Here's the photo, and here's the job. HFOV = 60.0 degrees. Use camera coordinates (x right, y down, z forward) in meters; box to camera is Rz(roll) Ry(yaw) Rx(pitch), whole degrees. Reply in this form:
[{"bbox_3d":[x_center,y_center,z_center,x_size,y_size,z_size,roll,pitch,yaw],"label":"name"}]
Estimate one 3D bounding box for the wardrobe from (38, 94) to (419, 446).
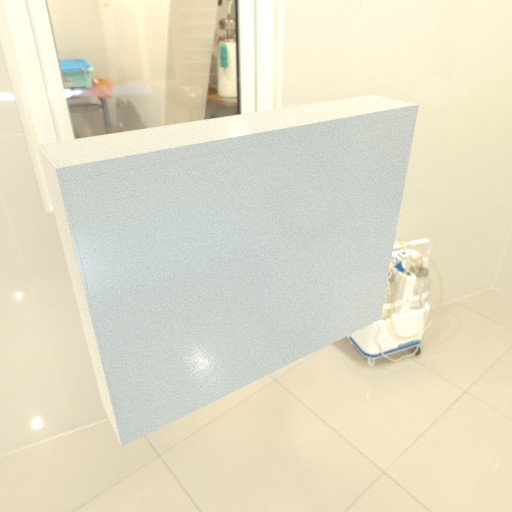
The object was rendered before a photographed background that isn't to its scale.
[{"bbox_3d":[0.000,0.000,3.936,3.000,2.360,0.580,-18,35,-28],"label":"wardrobe"}]
